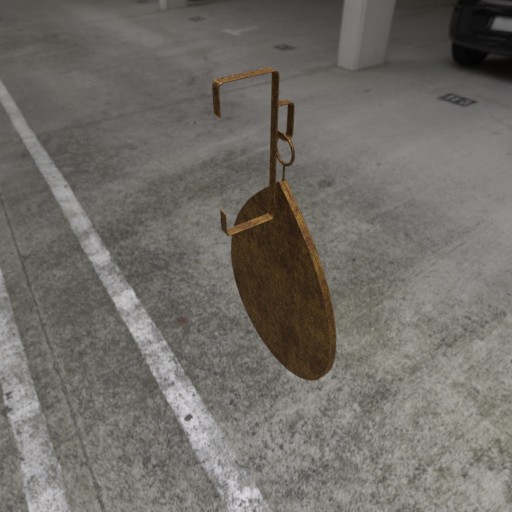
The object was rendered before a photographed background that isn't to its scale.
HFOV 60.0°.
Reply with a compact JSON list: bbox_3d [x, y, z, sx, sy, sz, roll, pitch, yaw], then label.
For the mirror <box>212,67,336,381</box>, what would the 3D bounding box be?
[{"bbox_3d":[0.000,0.000,0.922,0.144,0.744,0.405,-23,46,-24],"label":"mirror"}]
